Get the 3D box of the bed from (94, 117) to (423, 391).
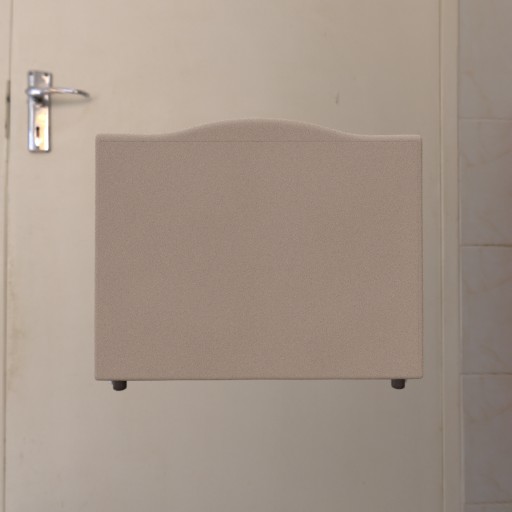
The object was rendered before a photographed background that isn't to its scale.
[{"bbox_3d":[0.000,0.000,3.252,1.678,1.398,2.052,0,-1,-1],"label":"bed"}]
